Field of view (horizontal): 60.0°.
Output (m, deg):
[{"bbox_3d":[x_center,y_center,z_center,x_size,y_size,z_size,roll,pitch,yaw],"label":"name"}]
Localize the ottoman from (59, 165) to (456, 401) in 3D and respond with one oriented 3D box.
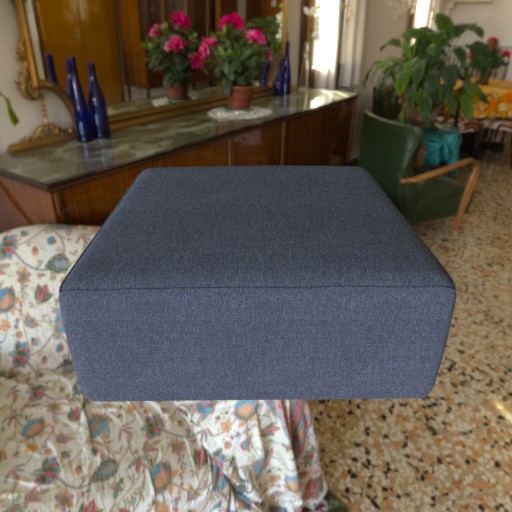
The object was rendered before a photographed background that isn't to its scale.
[{"bbox_3d":[0.000,0.000,1.570,1.000,0.439,1.000,0,28,-1],"label":"ottoman"}]
